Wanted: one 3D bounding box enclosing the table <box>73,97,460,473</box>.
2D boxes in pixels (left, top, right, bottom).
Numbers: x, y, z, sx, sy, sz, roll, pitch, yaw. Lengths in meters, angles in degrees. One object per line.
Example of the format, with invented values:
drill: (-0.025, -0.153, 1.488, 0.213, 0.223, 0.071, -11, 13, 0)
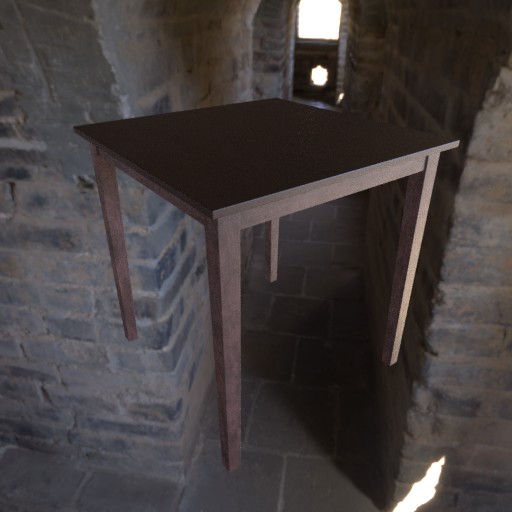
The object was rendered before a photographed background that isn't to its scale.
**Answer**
table: (0.000, 0.000, 1.394, 0.749, 0.770, 0.749, -20, 35, -32)
